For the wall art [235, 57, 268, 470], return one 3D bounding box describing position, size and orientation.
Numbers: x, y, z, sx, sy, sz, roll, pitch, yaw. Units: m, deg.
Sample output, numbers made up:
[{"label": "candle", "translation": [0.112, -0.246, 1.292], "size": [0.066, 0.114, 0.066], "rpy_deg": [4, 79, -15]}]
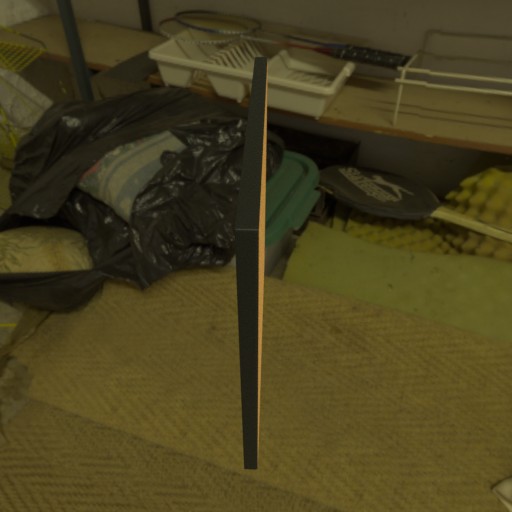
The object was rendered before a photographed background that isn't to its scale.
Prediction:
[{"label": "wall art", "translation": [0.000, 0.000, 0.688], "size": [0.022, 0.453, 0.456], "rpy_deg": [1, 41, 2]}]
